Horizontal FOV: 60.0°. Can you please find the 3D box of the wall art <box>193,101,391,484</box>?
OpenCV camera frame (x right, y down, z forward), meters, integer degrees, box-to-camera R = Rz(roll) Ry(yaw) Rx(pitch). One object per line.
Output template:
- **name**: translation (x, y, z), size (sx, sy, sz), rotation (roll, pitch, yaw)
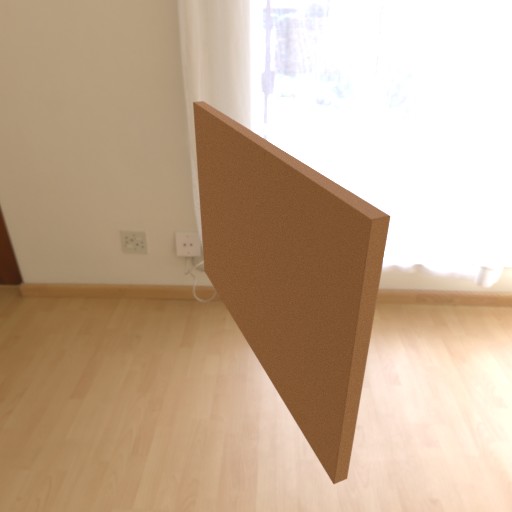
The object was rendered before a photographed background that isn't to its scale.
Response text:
- **wall art**: translation (0.000, 0.000, 1.145), size (0.033, 0.608, 0.915), rotation (-12, 32, -20)
